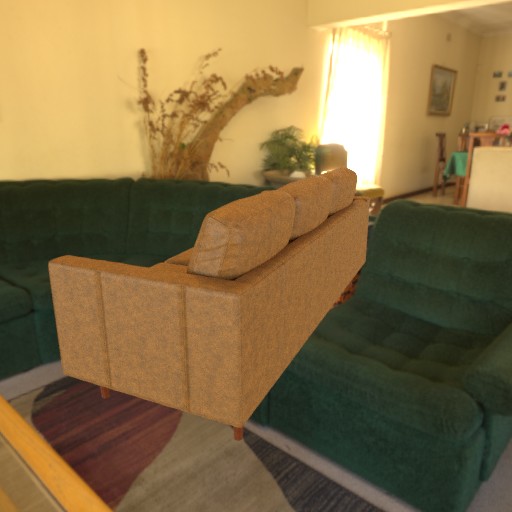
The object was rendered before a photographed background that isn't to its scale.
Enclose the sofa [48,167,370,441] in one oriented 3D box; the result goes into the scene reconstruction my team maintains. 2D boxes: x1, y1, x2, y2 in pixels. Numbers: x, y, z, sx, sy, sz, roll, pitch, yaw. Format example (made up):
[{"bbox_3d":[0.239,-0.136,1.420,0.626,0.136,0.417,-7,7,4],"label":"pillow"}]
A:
[{"bbox_3d":[0.000,0.000,2.653,0.903,0.930,2.231,7,18,23],"label":"sofa"}]
